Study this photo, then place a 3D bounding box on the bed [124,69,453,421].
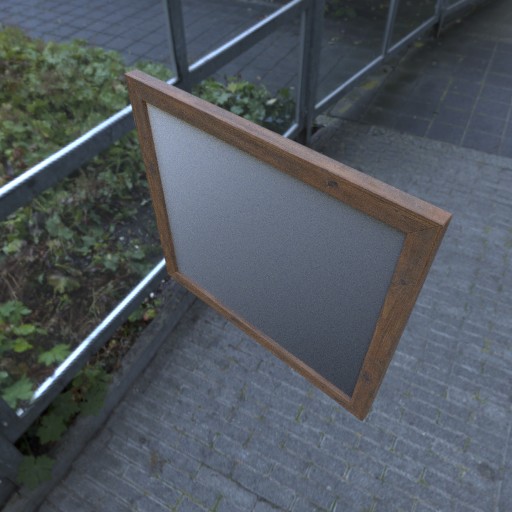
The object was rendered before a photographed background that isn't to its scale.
[{"bbox_3d":[0.000,0.000,1.482,1.046,0.942,0.046,33,54,27],"label":"bed"}]
